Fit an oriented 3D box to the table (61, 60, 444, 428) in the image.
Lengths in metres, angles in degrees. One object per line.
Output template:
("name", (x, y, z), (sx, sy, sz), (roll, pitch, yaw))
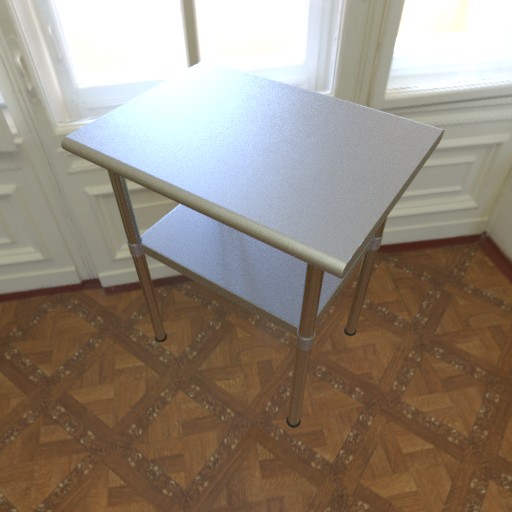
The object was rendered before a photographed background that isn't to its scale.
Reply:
("table", (0.000, 0.000, 1.412), (0.762, 0.876, 0.584), (26, 51, 23))
